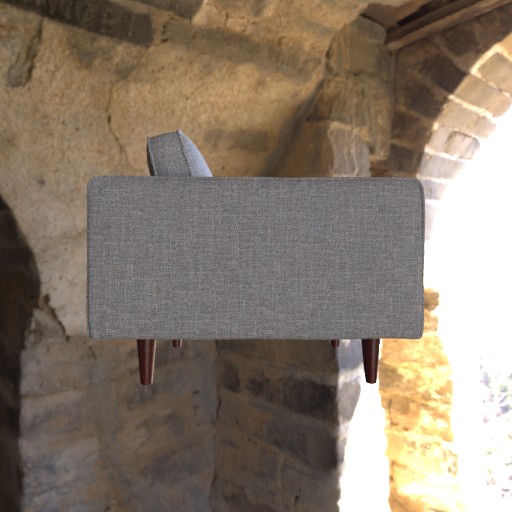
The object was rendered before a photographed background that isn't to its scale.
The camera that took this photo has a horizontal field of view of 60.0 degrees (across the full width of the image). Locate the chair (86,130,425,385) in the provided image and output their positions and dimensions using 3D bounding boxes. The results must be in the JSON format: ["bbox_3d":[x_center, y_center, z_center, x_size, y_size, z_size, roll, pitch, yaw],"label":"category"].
[{"bbox_3d":[0.000,0.000,1.598,0.914,0.765,0.889,0,0,-1],"label":"chair"}]
